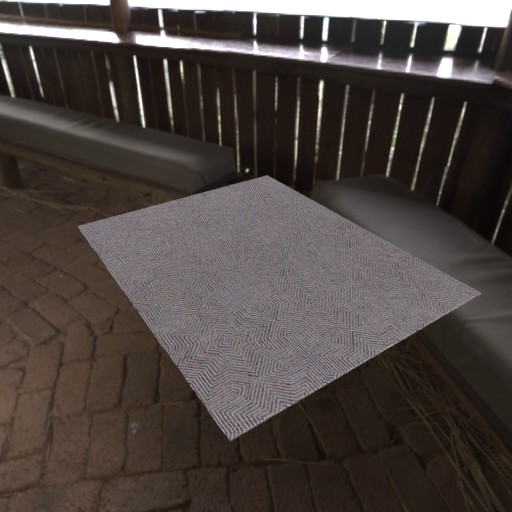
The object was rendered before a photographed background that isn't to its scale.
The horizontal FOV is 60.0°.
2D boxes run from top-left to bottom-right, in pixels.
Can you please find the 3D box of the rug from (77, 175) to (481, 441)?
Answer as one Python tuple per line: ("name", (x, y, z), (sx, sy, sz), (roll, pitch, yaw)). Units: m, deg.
("rug", (0.000, 0.000, 4.146), (2.442, 0.008, 3.046), (-20, 38, -28))
